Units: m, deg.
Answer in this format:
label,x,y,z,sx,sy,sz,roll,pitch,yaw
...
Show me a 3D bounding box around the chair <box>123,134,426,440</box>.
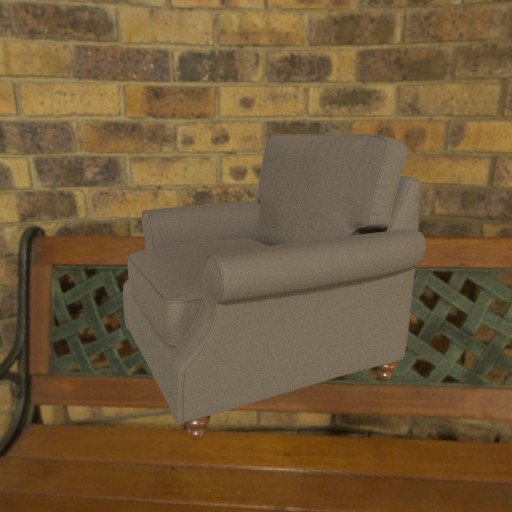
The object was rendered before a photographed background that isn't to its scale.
label,x,y,z,sx,sy,sz,roll,pitch,yaw
chair,0.000,0.000,1.824,0.966,0.967,1.029,-8,17,-26
